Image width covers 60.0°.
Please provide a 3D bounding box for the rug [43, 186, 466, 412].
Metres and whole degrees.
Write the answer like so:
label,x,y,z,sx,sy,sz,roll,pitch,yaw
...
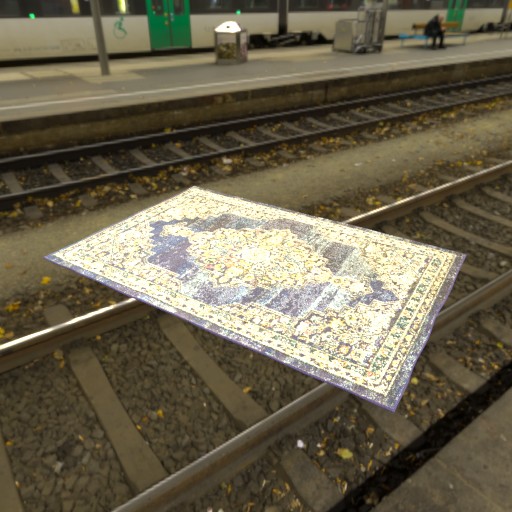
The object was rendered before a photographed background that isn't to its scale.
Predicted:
label,x,y,z,sx,sy,sz,roll,pitch,yaw
rug,0.000,0.000,2.226,1.781,0.012,1.184,18,34,28
